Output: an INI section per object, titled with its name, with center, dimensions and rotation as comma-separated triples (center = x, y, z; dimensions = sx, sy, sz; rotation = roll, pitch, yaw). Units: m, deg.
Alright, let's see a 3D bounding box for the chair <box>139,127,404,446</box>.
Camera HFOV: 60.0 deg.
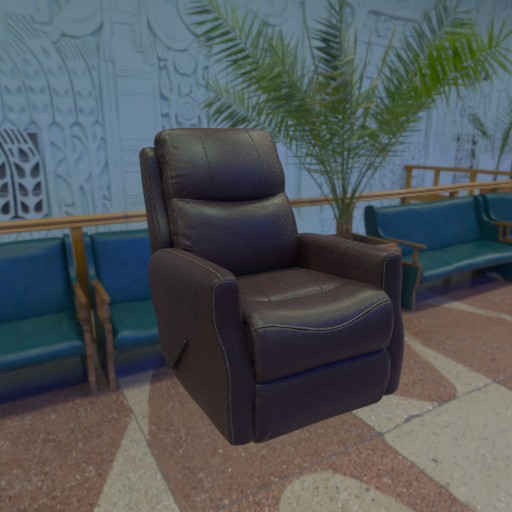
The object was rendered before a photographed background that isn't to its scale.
[chair]
center = 0.000, 0.000, 1.831
dimensions = 0.829, 1.030, 1.080
rotation = -8, 17, -26
